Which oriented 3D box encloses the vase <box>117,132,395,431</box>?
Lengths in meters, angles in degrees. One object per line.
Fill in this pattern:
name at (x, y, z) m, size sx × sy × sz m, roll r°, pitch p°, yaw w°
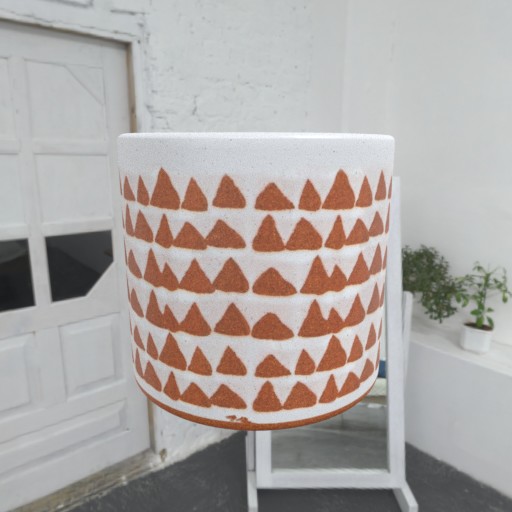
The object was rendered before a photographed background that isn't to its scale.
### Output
vase at (0.000, 0.000, 0.242) m, size 0.137 × 0.127 × 0.137 m, roll 0°, pitch 14°, yaw 0°
